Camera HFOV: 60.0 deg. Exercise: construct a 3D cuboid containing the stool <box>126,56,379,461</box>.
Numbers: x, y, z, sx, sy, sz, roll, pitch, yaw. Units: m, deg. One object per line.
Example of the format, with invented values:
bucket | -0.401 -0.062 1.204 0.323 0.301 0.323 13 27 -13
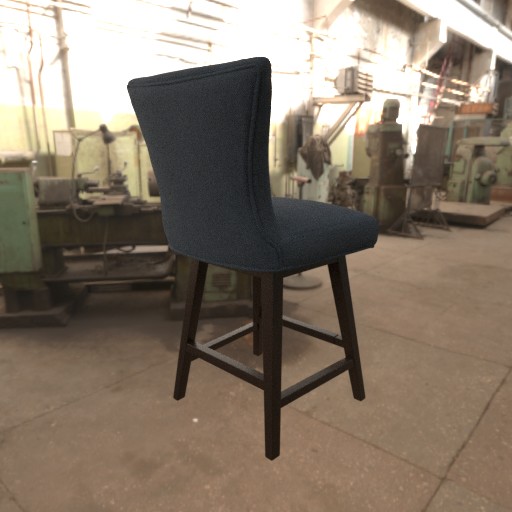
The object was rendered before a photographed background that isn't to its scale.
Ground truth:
stool | 0.000 0.000 1.332 0.514 1.000 0.574 13 19 42
